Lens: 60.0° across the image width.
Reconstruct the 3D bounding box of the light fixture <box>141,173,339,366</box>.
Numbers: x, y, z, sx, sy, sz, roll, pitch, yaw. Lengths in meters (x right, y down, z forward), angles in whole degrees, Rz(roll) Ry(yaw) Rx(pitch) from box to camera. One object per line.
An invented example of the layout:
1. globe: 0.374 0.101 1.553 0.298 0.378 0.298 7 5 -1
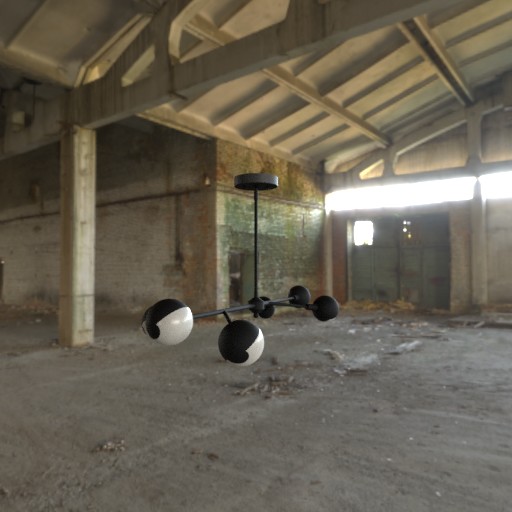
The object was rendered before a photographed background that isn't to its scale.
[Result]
1. light fixture: 0.000 0.000 1.019 0.434 0.362 0.778 -2 -3 37
